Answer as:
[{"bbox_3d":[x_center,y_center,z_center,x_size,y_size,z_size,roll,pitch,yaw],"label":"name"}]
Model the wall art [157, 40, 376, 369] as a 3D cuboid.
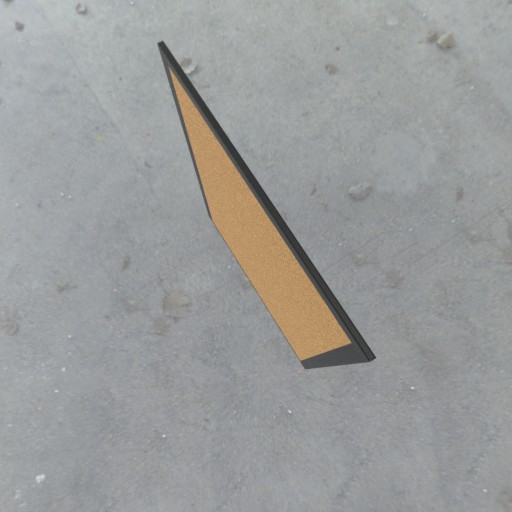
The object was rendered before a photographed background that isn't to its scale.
[{"bbox_3d":[0.000,0.000,1.249,0.013,0.967,0.707,-31,77,-8],"label":"wall art"}]
